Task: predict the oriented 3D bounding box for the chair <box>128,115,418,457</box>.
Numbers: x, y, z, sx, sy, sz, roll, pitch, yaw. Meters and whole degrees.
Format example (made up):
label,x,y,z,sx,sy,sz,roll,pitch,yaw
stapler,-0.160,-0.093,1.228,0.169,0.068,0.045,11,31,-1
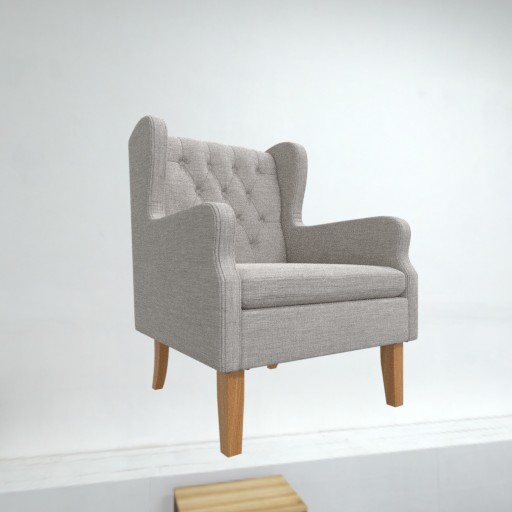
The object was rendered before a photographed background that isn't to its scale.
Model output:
label,x,y,z,sx,sy,sz,roll,pitch,yaw
chair,0.000,0.000,1.486,0.710,0.930,0.760,0,0,-35
